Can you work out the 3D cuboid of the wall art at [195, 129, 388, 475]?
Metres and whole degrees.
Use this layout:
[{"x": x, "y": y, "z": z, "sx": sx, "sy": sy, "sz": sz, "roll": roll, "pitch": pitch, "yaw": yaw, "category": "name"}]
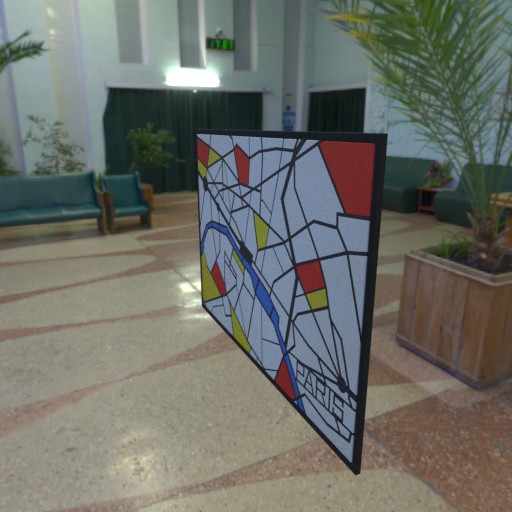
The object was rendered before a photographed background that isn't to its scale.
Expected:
[{"x": 0.000, "y": 0.000, "z": 1.219, "sx": 0.013, "sy": 0.665, "sz": 0.963, "roll": -8, "pitch": 18, "yaw": -24, "category": "wall art"}]
